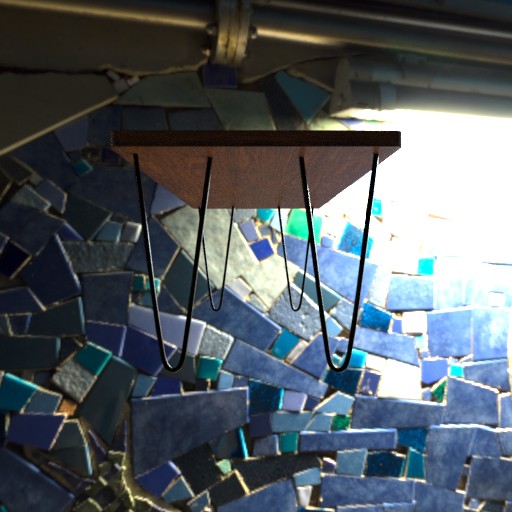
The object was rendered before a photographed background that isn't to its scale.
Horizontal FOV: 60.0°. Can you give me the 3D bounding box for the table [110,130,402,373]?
[{"bbox_3d":[0.000,0.000,2.213,0.883,0.753,1.791,0,0,0],"label":"table"}]
